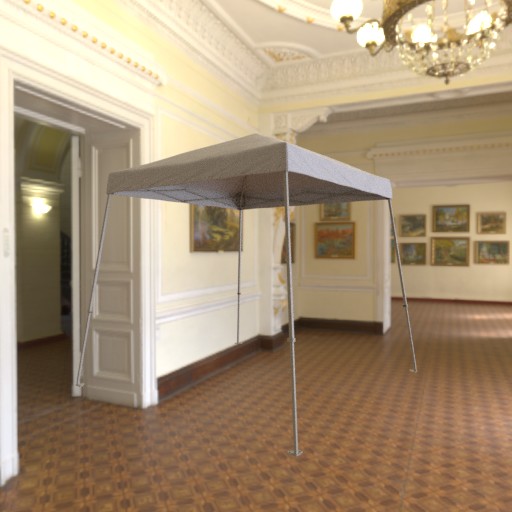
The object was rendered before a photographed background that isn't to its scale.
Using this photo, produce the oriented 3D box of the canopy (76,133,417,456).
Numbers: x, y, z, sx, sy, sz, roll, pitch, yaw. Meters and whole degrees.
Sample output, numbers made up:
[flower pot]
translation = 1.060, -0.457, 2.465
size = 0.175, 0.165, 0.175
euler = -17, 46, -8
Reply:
[canopy]
translation = 0.000, 0.000, 6.530
size = 3.599, 3.600, 3.600
euler = 0, 1, 37
